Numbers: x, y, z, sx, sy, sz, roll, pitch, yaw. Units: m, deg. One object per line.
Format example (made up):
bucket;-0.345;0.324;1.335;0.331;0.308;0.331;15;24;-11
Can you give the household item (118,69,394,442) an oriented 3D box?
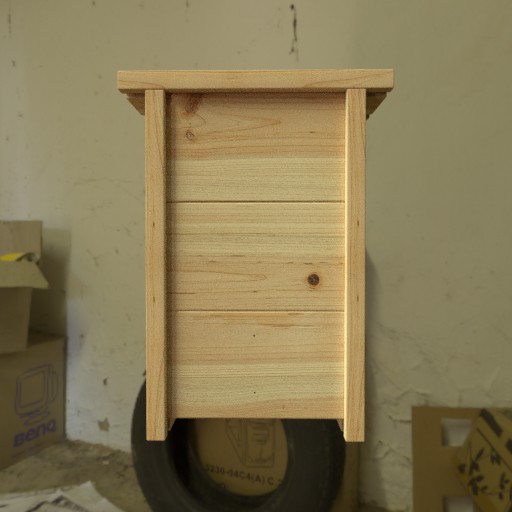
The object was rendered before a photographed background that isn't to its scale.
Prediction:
household item;0.000;0.000;0.546;0.301;0.407;0.123;0;1;1
